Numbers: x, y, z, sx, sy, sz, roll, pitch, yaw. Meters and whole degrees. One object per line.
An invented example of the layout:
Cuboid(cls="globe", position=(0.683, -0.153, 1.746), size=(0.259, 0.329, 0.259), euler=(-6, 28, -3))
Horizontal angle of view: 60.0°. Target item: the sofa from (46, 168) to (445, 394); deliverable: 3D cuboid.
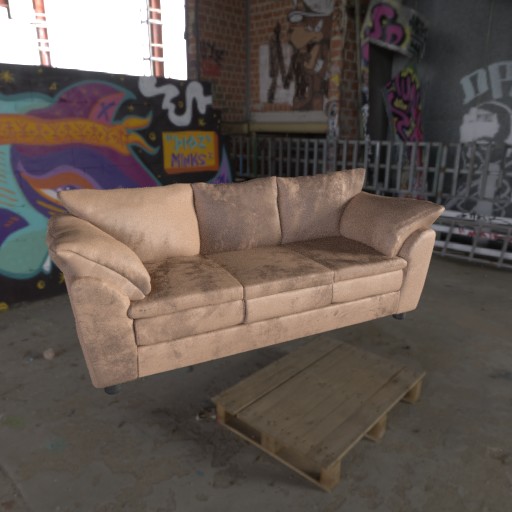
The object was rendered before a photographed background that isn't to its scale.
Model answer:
Cuboid(cls="sofa", position=(0.000, 0.000, 2.807), size=(2.377, 0.981, 0.893), euler=(-8, 18, -27))
